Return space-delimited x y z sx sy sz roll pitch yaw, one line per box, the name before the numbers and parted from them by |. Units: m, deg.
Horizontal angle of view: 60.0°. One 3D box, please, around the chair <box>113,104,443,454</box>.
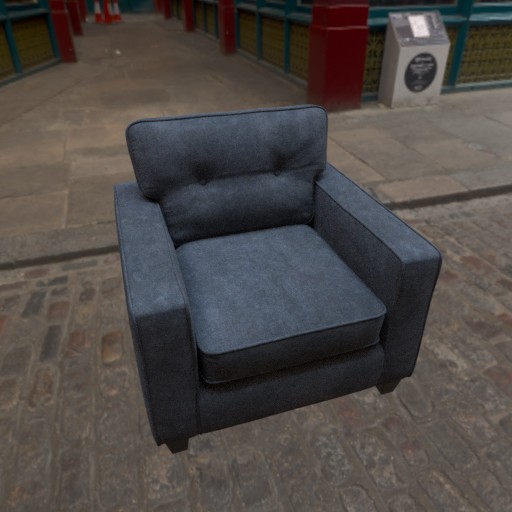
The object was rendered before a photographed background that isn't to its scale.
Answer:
chair | 0.000 0.000 1.743 1.015 0.965 0.939 -10 34 -15
